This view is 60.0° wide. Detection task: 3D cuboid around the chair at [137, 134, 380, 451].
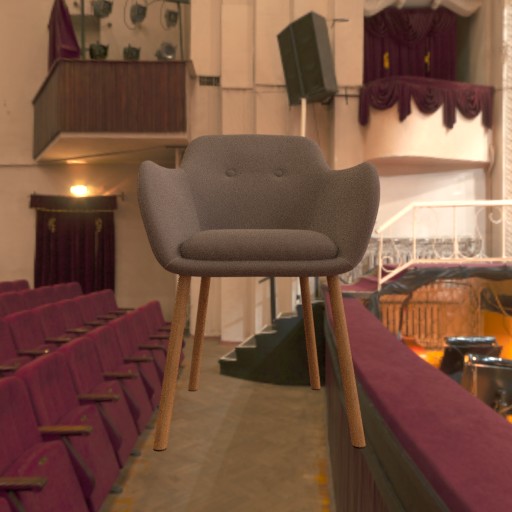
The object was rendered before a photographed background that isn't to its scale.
[{"bbox_3d":[0.000,0.000,1.240,0.570,0.830,0.590,0,0,-2],"label":"chair"}]
